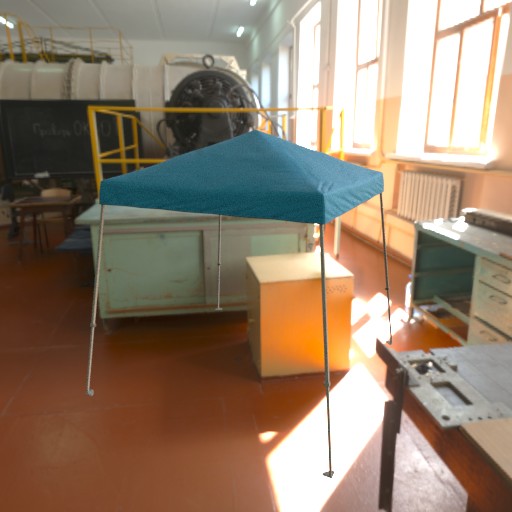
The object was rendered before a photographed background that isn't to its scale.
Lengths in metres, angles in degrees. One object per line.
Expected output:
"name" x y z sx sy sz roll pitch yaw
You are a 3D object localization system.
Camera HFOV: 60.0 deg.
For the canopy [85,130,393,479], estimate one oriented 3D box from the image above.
"canopy" 0.000 0.000 5.200 2.848 2.849 2.849 7 17 25
